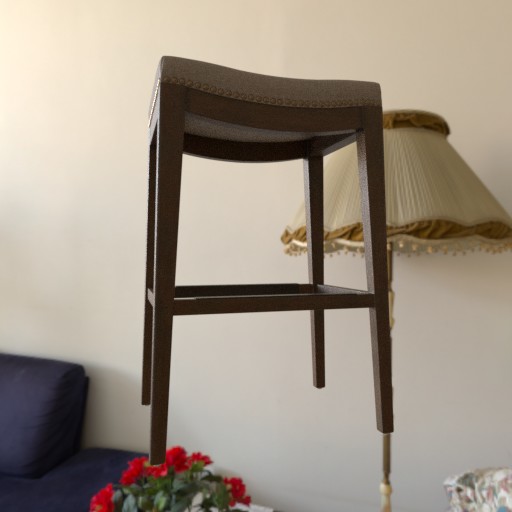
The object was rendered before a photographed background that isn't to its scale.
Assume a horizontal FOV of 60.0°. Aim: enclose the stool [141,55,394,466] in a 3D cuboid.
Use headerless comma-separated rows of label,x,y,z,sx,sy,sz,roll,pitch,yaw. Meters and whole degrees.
stool,0.000,0.000,1.039,0.508,0.762,0.356,0,0,-17
